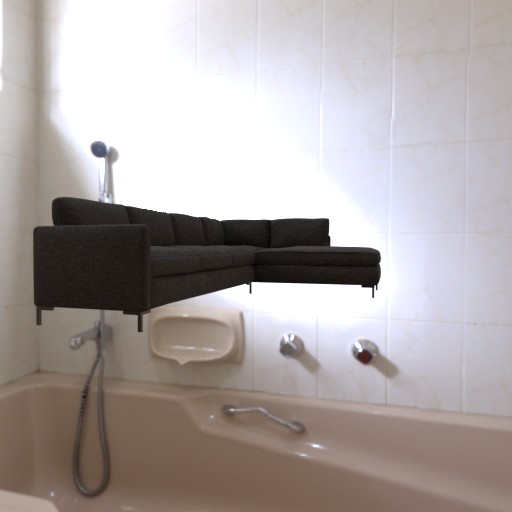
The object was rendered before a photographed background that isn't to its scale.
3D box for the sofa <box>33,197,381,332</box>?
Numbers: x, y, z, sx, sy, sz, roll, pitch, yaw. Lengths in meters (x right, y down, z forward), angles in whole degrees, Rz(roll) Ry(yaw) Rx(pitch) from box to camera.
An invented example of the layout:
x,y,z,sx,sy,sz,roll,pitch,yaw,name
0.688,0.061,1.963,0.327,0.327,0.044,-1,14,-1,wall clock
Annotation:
x,y,z,sx,sy,sz,roll,pitch,yaw,name
0.000,0.000,3.828,2.007,0.815,2.949,0,1,18,sofa
